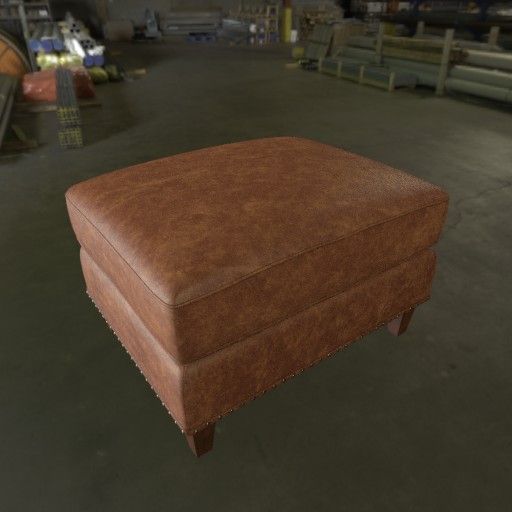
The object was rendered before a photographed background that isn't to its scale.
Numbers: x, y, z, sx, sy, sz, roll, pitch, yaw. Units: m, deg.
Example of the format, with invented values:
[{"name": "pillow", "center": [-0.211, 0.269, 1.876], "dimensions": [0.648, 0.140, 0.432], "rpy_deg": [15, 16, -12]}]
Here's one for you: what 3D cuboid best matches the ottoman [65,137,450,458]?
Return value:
[{"name": "ottoman", "center": [0.000, 0.000, 1.134], "dimensions": [0.742, 0.486, 0.586], "rpy_deg": [-20, 36, -30]}]
